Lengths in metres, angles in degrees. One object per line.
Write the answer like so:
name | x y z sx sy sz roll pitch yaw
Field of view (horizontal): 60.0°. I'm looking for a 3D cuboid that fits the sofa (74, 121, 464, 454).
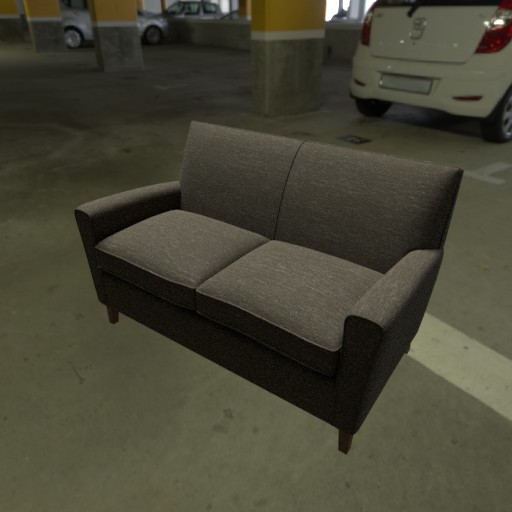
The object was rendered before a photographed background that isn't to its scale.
sofa | 0.000 0.000 2.036 1.509 0.905 0.867 19 35 31
